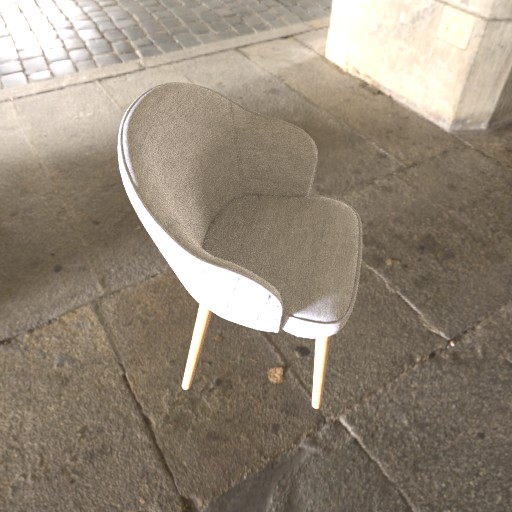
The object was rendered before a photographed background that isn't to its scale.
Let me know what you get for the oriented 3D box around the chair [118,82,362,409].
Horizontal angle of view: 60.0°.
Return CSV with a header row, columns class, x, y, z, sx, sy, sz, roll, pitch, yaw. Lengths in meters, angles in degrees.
class,x,y,z,sx,sy,sz,roll,pitch,yaw
chair,0.000,0.000,1.160,0.530,0.800,0.540,10,48,9
